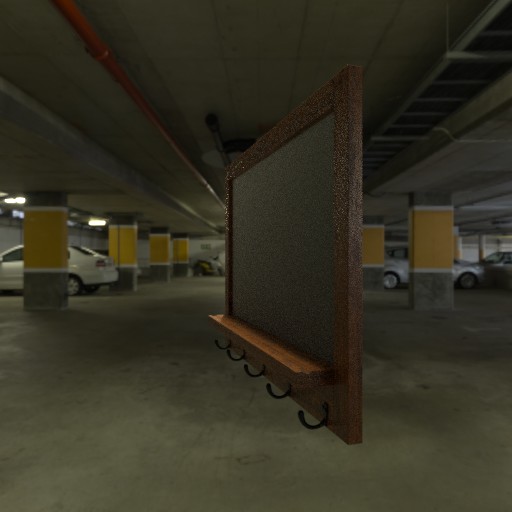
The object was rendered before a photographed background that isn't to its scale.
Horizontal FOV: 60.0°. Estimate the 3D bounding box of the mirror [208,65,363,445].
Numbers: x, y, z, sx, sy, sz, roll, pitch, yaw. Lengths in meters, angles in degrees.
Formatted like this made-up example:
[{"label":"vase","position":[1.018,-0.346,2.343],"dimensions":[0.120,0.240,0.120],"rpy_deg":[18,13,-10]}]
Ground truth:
[{"label":"mirror","position":[0.000,0.000,0.980],"dimensions":[0.084,0.537,0.758],"rpy_deg":[0,0,-17]}]
